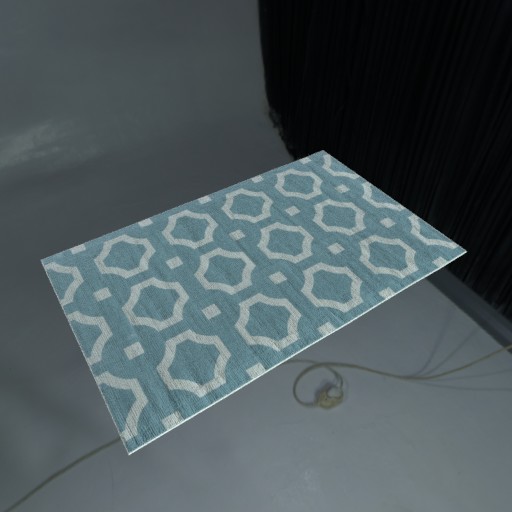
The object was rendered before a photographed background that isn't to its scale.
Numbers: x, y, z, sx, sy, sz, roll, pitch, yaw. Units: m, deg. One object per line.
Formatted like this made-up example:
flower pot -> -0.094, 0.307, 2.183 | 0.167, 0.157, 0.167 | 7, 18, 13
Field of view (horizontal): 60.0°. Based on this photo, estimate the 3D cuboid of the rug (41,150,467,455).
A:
rug -> 0.000, 0.000, 2.992 | 2.443, 0.015, 1.528 | -25, 50, -23
